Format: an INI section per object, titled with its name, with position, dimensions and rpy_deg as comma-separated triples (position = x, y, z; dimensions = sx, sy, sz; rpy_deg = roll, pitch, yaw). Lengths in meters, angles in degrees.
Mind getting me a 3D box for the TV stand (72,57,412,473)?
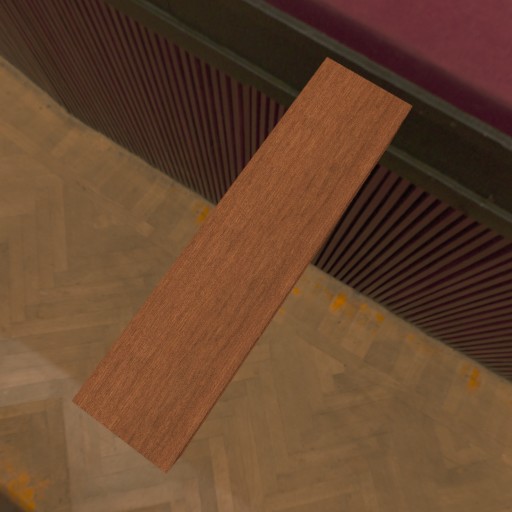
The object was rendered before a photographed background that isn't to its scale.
[TV stand]
position = 0.000, 0.000, 1.684
dimensions = 0.366, 0.409, 1.482
rpy_deg = 33, 79, 8
